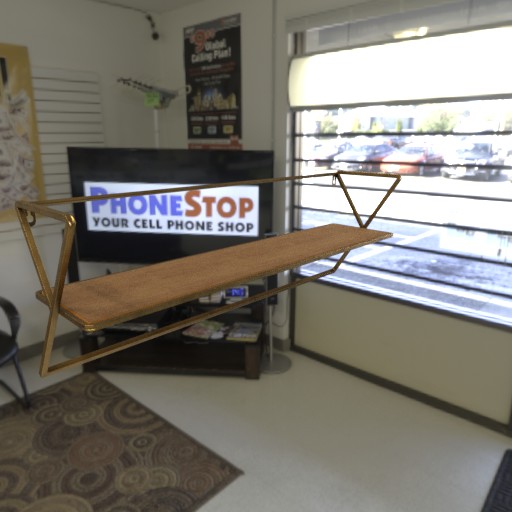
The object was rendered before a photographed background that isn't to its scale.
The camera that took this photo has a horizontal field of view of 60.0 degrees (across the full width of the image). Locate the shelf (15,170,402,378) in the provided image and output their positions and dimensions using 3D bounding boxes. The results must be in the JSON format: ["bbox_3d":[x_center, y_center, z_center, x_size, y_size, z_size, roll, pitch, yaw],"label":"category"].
[{"bbox_3d":[0.000,0.000,0.713,0.150,0.229,0.645,15,21,43],"label":"shelf"}]
